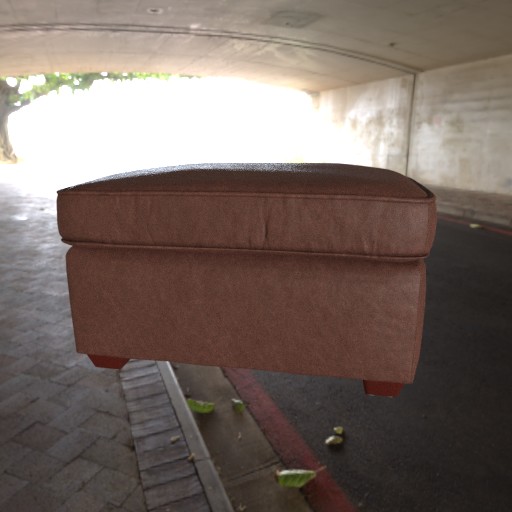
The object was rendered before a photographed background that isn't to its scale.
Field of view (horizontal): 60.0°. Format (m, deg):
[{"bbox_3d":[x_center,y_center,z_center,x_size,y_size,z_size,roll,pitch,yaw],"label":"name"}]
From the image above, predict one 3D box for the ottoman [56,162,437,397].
[{"bbox_3d":[0.000,0.000,1.099,0.749,0.449,0.548,3,15,10],"label":"ottoman"}]
